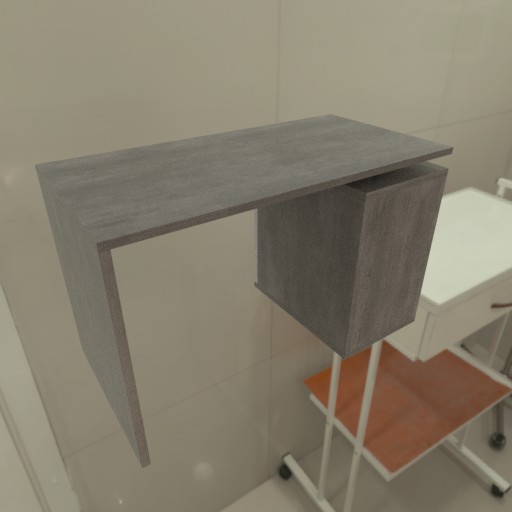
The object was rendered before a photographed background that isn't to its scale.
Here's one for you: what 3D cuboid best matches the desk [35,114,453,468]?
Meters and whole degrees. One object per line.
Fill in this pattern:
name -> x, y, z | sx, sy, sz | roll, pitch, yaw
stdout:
desk -> 0.000, 0.000, 1.596 | 1.200, 0.740, 0.600 | -19, 35, -29
